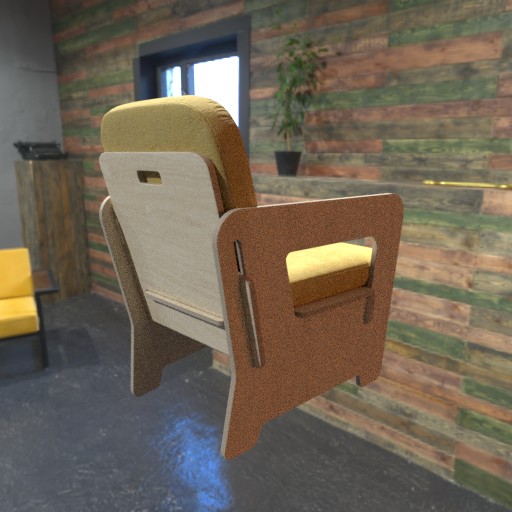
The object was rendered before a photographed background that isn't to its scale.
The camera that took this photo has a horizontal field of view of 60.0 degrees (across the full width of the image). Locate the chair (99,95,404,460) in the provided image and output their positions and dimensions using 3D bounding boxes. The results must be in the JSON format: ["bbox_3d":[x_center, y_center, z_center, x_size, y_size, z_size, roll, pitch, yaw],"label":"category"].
[{"bbox_3d":[0.000,0.000,1.267,0.590,0.800,0.710,12,18,43],"label":"chair"}]
